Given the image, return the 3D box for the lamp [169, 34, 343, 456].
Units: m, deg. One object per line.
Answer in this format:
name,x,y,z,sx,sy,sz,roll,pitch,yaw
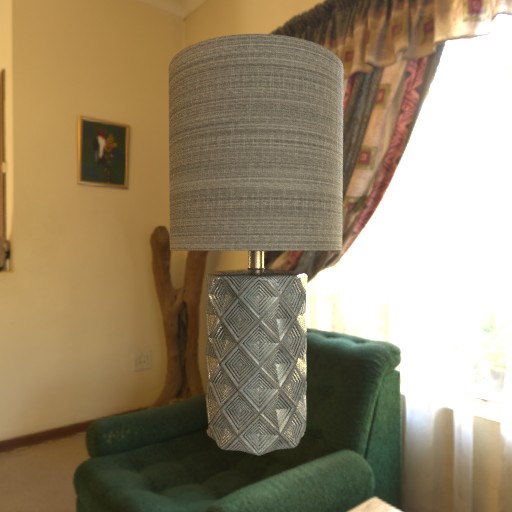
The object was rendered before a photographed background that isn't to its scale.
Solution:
lamp,0.000,0.000,0.699,0.268,0.566,0.269,1,1,35
